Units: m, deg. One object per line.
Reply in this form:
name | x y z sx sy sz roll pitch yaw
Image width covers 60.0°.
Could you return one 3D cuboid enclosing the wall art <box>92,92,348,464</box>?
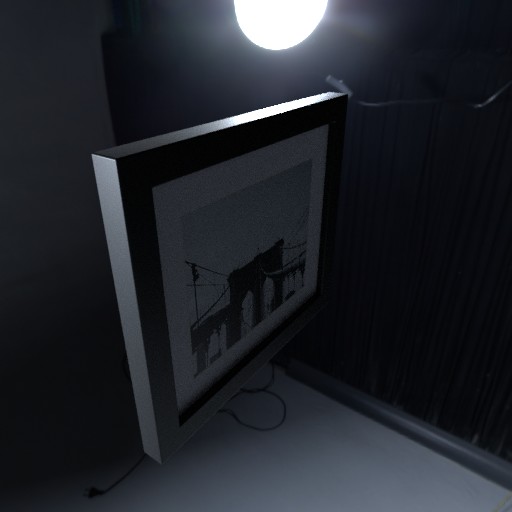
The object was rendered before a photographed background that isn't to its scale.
wall art | 0.000 0.000 0.536 0.028 0.330 0.380 19 33 31
